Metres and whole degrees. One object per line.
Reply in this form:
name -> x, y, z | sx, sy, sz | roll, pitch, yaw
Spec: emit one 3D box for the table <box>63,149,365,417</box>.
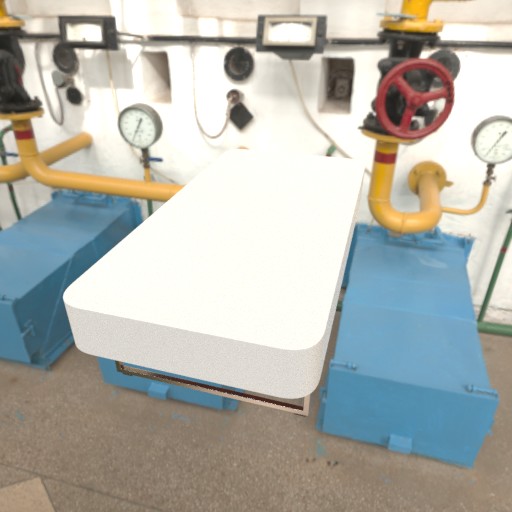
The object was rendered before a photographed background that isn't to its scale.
table -> 0.000, 0.000, 1.492 | 0.600, 0.340, 1.200 | 8, 32, 14
